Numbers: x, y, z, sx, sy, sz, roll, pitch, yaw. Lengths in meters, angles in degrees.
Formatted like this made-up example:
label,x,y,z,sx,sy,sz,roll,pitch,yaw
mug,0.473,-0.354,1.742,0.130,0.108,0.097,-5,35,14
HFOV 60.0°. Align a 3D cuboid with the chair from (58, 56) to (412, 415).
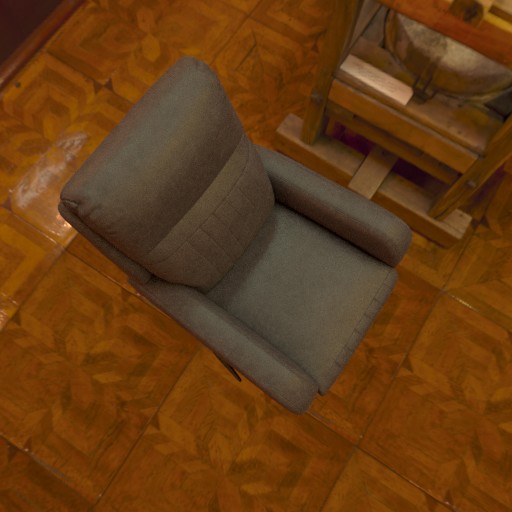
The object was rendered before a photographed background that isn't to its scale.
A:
label,x,y,z,sx,sy,sz,roll,pitch,yaw
chair,0.000,0.000,1.742,1.067,1.067,0.865,34,78,8
